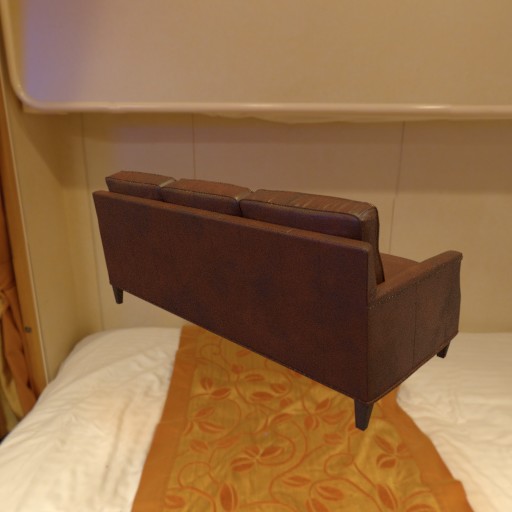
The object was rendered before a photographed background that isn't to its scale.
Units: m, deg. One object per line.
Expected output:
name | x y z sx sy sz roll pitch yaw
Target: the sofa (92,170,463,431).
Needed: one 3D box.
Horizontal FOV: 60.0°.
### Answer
sofa | 0.000 0.000 2.827 2.240 1.003 1.084 15 22 42
